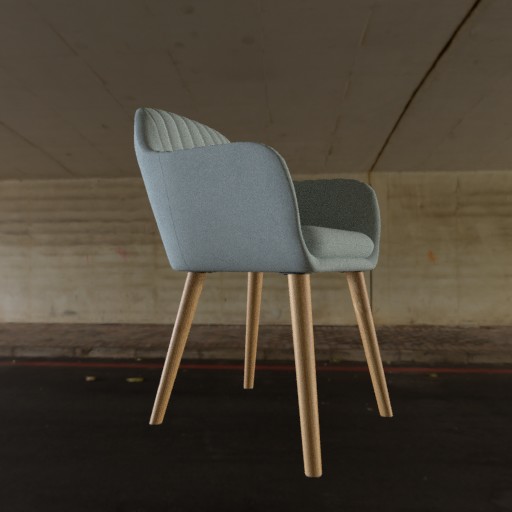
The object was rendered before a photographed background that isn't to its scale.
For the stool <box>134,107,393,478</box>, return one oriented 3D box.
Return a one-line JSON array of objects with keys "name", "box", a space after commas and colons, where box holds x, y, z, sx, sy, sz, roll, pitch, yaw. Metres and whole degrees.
[{"name": "stool", "box": [0.000, 0.000, 1.165, 0.590, 0.830, 0.503, -1, -1, 36]}]
